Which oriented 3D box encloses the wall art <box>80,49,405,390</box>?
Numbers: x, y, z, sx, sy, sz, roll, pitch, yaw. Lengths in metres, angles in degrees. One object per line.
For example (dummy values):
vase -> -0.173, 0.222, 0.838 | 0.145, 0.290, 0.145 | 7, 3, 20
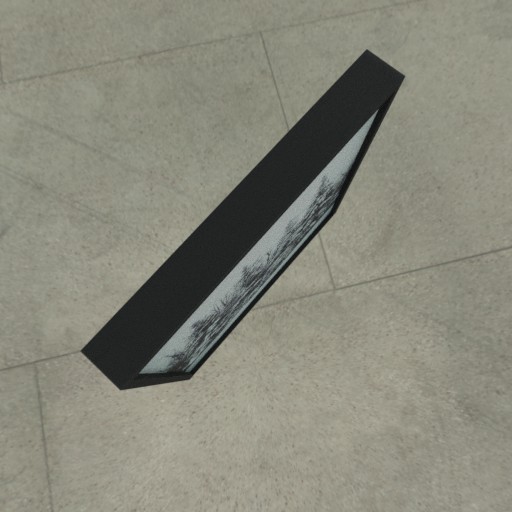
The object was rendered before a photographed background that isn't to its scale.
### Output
wall art -> 0.000, 0.000, 0.461 | 0.037, 0.305, 0.305 | 40, 79, 9
